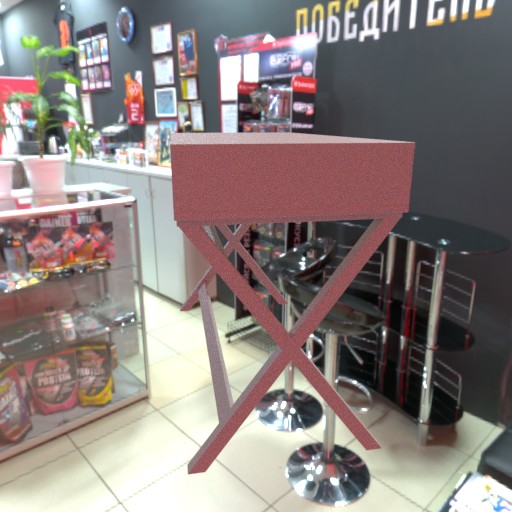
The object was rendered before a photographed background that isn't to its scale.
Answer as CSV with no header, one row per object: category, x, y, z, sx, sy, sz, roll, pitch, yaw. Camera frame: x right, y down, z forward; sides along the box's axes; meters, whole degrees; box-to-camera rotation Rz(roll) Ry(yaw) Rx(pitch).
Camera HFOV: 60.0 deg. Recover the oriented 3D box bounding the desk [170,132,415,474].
desk,0.000,0.000,1.494,0.525,0.780,1.057,-3,17,-10
